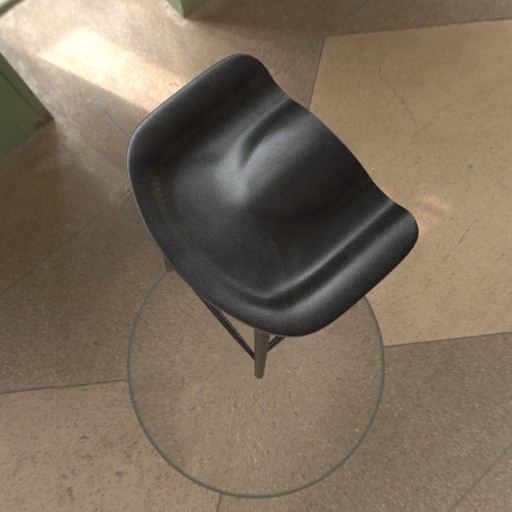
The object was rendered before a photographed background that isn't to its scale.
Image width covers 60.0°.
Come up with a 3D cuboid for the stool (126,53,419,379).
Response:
[{"bbox_3d":[0.000,0.000,0.981,0.361,0.749,0.440,-40,80,-8],"label":"stool"}]
